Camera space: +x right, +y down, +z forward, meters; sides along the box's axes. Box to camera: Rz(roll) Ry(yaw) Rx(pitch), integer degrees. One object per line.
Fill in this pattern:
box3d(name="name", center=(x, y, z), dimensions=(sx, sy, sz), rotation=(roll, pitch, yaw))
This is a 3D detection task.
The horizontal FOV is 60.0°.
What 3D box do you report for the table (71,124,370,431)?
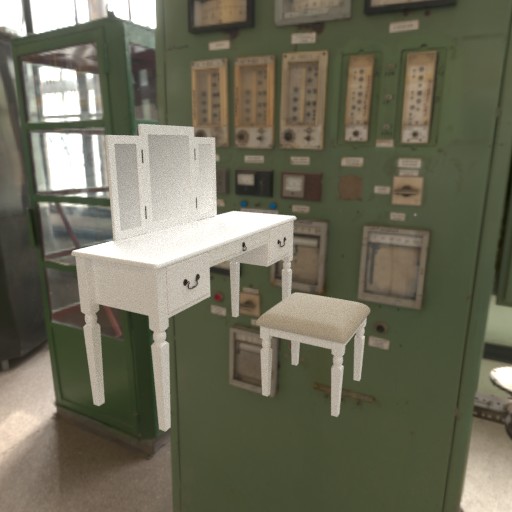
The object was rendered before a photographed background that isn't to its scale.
box3d(name="table", center=(0.000, 0.000, 2.286), dimensions=(1.115, 1.310, 1.369), rotation=(8, 16, 27))
